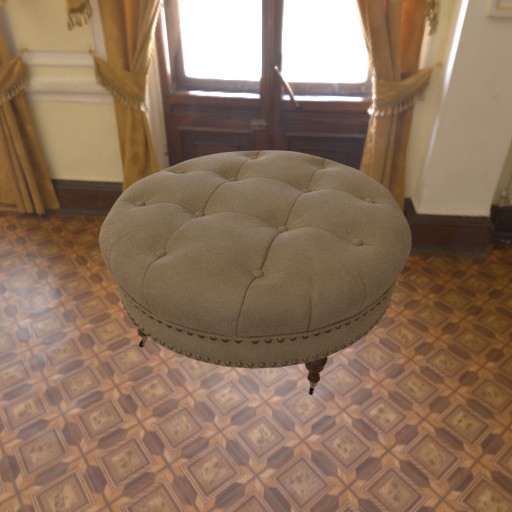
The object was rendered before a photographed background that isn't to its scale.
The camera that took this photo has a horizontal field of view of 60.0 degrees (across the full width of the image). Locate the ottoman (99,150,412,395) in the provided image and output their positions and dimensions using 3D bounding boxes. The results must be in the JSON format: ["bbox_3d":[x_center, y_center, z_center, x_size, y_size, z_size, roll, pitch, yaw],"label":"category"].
[{"bbox_3d":[0.000,0.000,1.394,0.901,0.439,0.901,0,34,0],"label":"ottoman"}]
